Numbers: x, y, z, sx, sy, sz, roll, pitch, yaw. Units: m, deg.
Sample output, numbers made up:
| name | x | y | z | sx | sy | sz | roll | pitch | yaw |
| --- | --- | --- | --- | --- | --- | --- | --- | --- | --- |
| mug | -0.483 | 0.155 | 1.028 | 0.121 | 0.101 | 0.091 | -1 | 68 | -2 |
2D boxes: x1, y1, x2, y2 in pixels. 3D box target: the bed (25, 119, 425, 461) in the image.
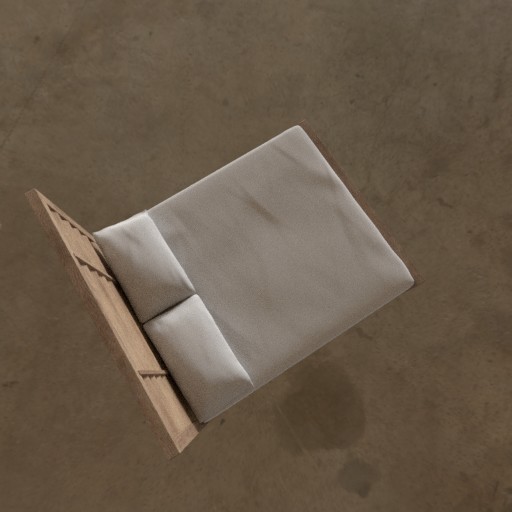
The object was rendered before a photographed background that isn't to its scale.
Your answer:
| name | x | y | z | sx | sy | sz | roll | pitch | yaw |
| --- | --- | --- | --- | --- | --- | --- | --- | --- | --- |
| bed | 0.000 | 0.000 | 3.200 | 2.017 | 1.631 | 1.615 | -32 | 78 | -8 |
